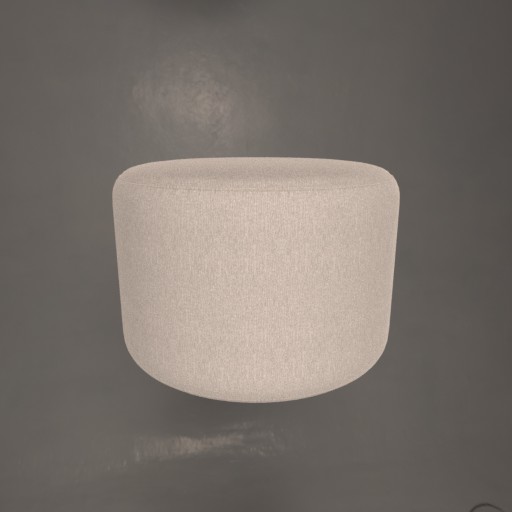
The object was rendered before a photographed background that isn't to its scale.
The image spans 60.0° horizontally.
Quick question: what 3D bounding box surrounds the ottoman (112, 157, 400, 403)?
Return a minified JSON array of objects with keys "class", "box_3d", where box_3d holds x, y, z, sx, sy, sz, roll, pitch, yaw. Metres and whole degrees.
[{"class":"ottoman","box_3d":[0.000,0.000,1.018,0.608,0.433,0.608,0,15,0]}]
